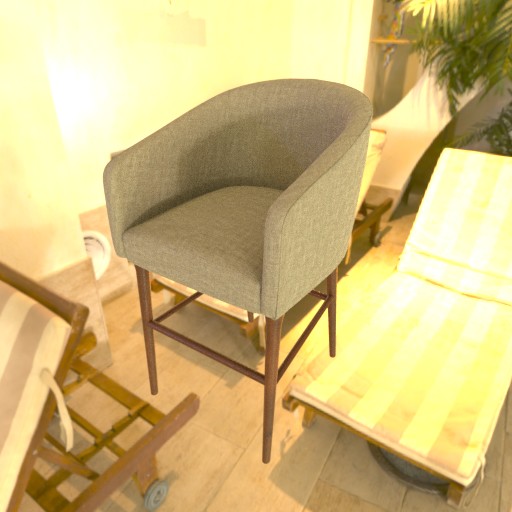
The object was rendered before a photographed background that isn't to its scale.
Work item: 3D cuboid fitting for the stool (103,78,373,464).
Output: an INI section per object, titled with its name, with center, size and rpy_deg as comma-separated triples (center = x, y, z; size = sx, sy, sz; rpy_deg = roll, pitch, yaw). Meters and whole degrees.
[stool]
center = 0.000, 0.000, 1.359
size = 0.559, 0.952, 0.635
rpy_deg = 18, 34, 30
